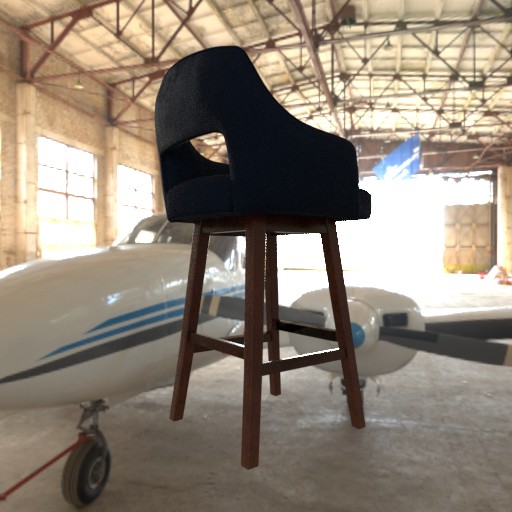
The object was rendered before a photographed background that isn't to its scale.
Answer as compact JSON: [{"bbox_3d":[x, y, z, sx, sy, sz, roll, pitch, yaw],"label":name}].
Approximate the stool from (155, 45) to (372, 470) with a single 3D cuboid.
[{"bbox_3d":[0.000,0.000,1.351,0.560,1.041,0.550,0,0,-37],"label":"stool"}]
